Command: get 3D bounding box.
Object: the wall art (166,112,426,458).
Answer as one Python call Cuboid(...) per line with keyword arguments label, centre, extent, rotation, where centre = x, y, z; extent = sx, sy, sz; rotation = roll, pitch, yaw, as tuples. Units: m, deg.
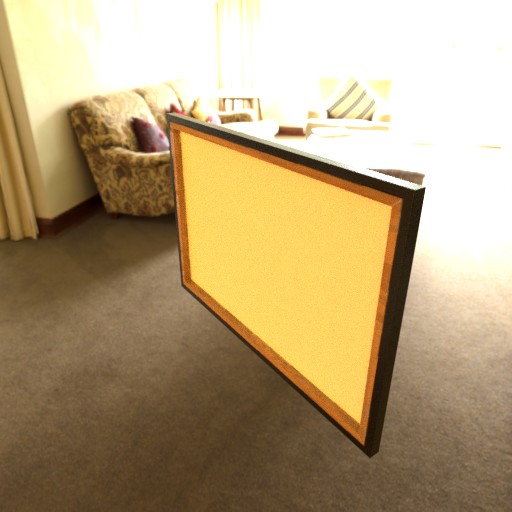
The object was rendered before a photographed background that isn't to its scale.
Cuboid(label="wall art", centre=(0.000, 0.000, 0.852), extent=(0.022, 0.446, 0.659), rotation=(-18, 32, -31))
